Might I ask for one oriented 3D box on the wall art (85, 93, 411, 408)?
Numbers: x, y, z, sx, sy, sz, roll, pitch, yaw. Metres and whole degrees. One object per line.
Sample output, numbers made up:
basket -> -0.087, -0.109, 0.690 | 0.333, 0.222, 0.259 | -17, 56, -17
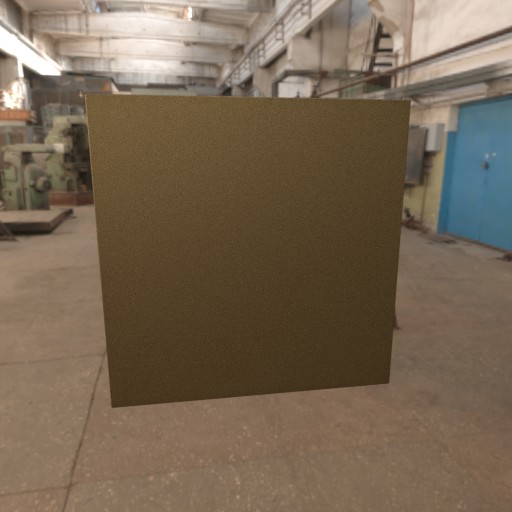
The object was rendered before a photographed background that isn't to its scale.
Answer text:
wall art -> 0.000, 0.000, 0.749 | 0.503, 0.506, 0.031 | -2, 14, -9
